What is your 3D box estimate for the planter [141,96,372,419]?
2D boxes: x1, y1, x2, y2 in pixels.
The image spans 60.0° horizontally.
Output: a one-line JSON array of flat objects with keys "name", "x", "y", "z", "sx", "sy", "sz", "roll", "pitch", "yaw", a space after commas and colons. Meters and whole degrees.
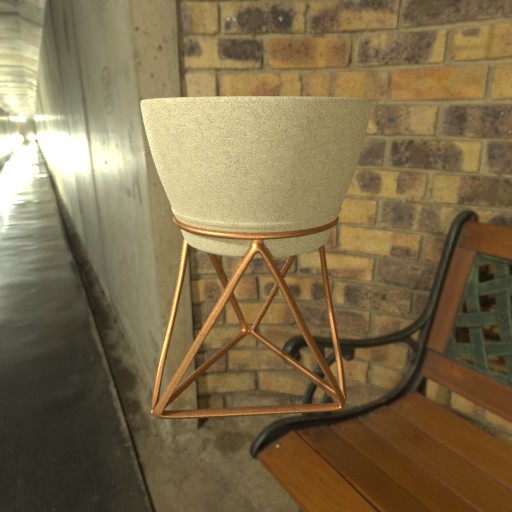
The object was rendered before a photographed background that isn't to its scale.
[{"name": "planter", "x": 0.000, "y": 0.000, "z": 0.764, "sx": 0.350, "sy": 0.504, "sz": 0.350, "roll": 8, "pitch": 19, "yaw": 25}]
